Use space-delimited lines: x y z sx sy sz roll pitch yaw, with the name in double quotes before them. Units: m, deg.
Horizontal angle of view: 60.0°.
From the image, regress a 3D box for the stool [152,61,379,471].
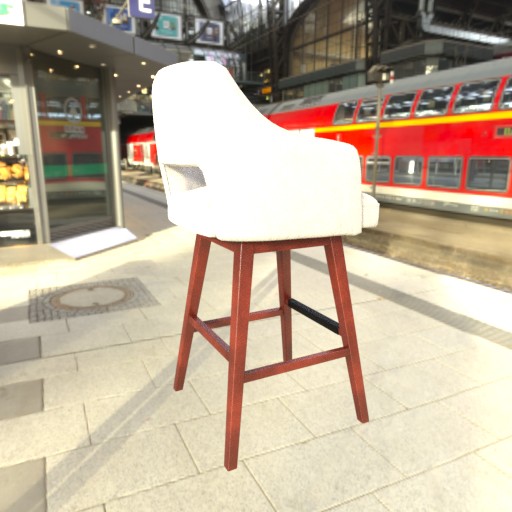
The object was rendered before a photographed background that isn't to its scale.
"stool" 0.000 0.000 1.334 0.558 1.012 0.548 -7 15 -27
